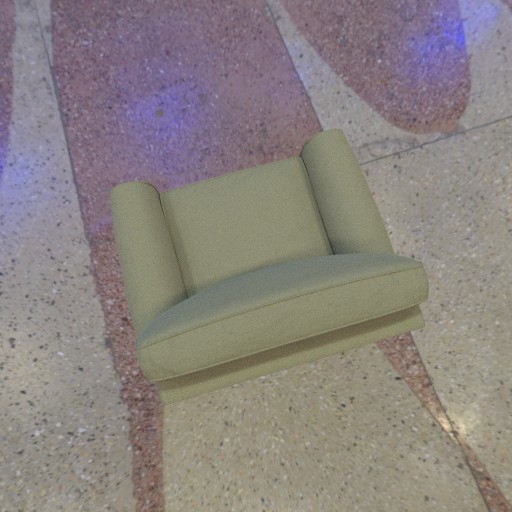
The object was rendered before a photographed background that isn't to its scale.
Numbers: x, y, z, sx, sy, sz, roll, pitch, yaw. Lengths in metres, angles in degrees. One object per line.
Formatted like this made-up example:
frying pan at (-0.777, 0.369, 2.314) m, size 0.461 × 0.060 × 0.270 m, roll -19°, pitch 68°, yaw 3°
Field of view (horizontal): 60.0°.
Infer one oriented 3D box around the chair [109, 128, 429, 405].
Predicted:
chair at (0.000, 0.000, 1.931) m, size 1.135 × 1.017 × 0.988 m, roll -16°, pitch 75°, yaw -4°
